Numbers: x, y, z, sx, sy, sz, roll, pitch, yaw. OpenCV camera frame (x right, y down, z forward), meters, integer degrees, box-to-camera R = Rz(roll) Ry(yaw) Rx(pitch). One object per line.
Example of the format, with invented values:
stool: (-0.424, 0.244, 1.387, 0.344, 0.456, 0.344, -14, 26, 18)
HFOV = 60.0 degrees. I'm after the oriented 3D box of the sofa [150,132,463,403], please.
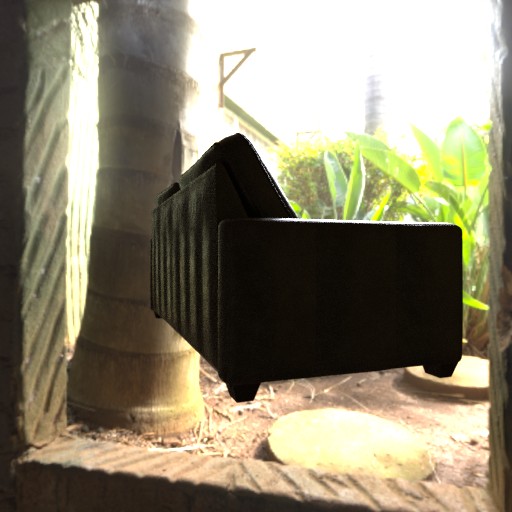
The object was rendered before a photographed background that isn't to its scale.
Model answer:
sofa: (0.000, 0.000, 2.481, 0.939, 0.916, 2.081, 0, 0, -20)
